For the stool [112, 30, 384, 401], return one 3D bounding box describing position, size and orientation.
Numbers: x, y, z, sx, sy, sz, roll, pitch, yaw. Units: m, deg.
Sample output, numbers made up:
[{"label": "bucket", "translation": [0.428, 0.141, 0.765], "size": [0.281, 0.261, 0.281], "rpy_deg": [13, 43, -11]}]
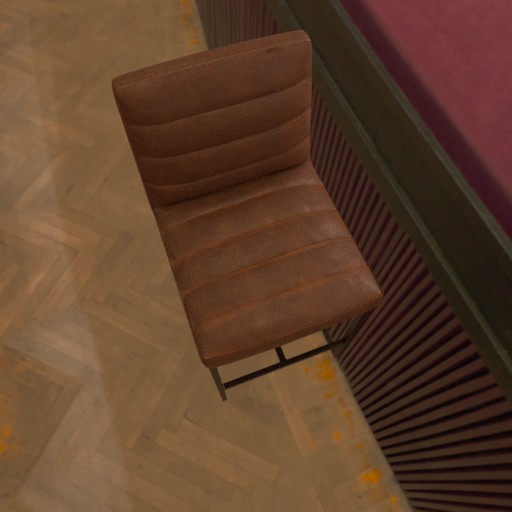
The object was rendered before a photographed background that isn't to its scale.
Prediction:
[{"label": "stool", "translation": [0.000, 0.000, 1.238], "size": [0.463, 0.942, 0.562], "rpy_deg": [-19, 65, -9]}]
